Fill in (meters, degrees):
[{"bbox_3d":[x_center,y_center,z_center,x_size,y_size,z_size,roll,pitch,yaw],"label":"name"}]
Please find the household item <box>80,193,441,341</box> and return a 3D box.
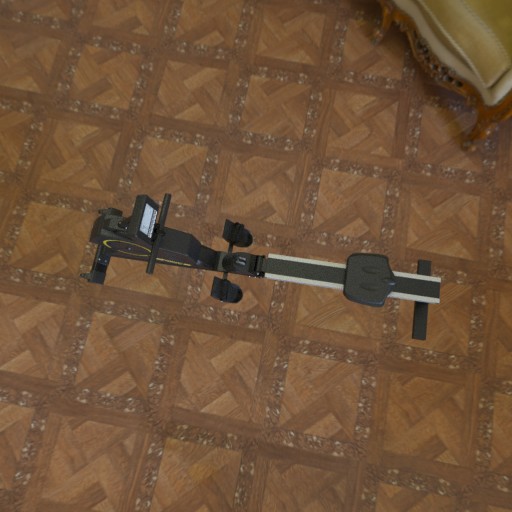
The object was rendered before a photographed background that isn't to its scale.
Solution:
[{"bbox_3d":[0.000,0.000,2.554,2.251,0.810,0.521,9,75,3],"label":"household item"}]
